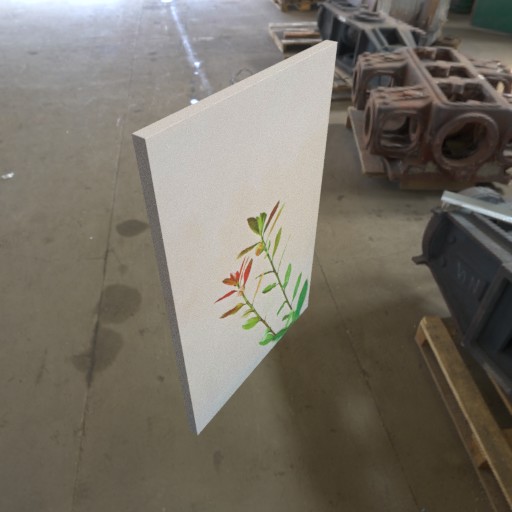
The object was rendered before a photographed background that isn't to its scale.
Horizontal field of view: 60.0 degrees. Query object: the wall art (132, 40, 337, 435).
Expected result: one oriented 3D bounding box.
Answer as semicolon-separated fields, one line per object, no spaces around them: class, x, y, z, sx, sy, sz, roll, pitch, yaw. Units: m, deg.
wall art;0.000;0.000;1.449;0.038;1.143;0.764;25;47;26
